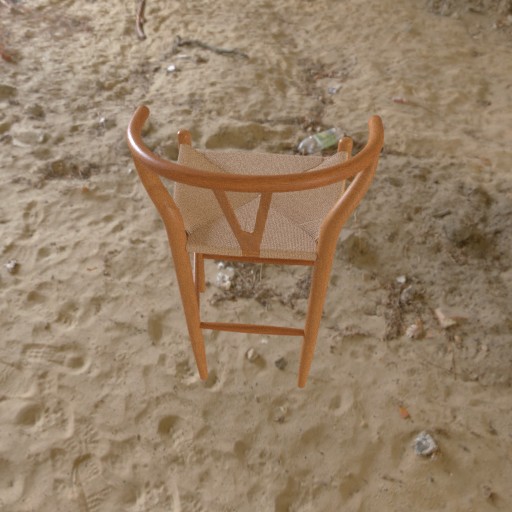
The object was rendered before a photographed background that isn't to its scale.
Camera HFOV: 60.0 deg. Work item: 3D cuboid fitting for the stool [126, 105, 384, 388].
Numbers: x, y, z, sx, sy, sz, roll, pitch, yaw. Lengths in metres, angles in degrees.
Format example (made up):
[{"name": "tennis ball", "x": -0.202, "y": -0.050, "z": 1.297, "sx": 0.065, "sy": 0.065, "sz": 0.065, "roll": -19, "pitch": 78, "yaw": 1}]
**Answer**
[{"name": "stool", "x": 0.000, "y": 0.000, "z": 1.310, "sx": 0.569, "sy": 0.970, "sz": 0.579, "roll": 4, "pitch": 46, "yaw": 3}]
